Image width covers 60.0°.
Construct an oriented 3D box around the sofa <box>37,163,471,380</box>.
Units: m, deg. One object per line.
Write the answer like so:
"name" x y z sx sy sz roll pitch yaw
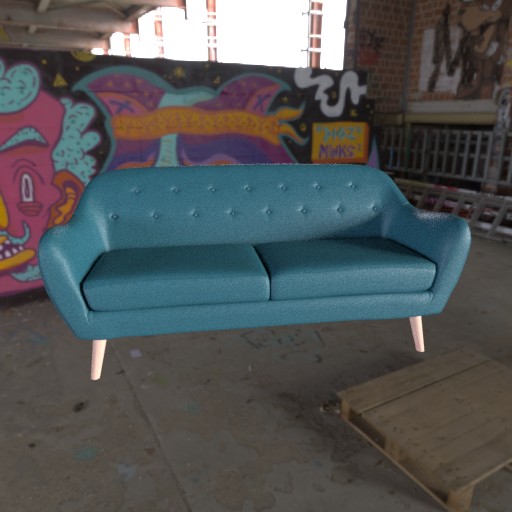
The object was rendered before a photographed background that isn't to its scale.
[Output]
"sofa" 0.000 0.000 2.227 1.840 0.836 0.820 -3 17 -9
